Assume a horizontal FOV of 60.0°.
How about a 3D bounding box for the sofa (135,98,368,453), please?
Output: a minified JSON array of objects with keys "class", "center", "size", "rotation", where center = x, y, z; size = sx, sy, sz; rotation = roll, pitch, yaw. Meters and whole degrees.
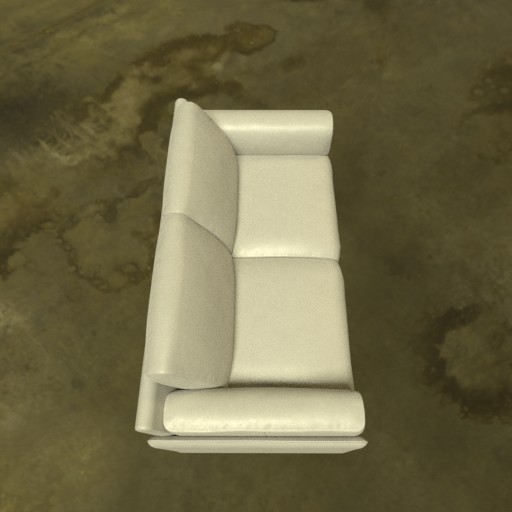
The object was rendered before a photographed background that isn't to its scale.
[{"class":"sofa","center":[0.000,0.000,2.611],"size":[1.049,0.930,2.101],"rotation":[0,62,0]}]
